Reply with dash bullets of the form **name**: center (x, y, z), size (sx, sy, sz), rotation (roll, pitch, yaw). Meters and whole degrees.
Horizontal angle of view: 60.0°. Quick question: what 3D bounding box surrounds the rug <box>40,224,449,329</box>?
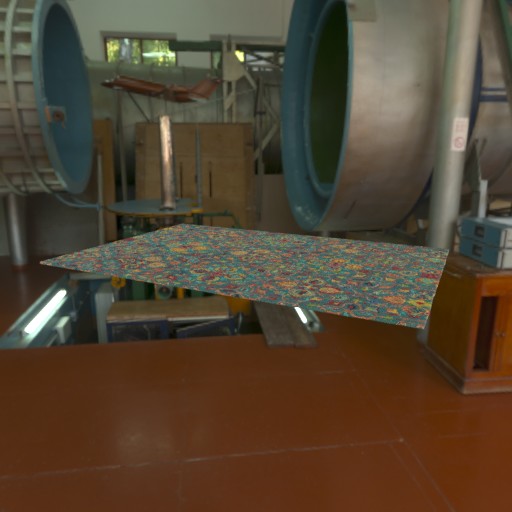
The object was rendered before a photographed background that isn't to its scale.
- **rug**: center (0.000, 0.000, 2.958), size (2.290, 0.016, 1.527), rotation (7, 16, 26)
